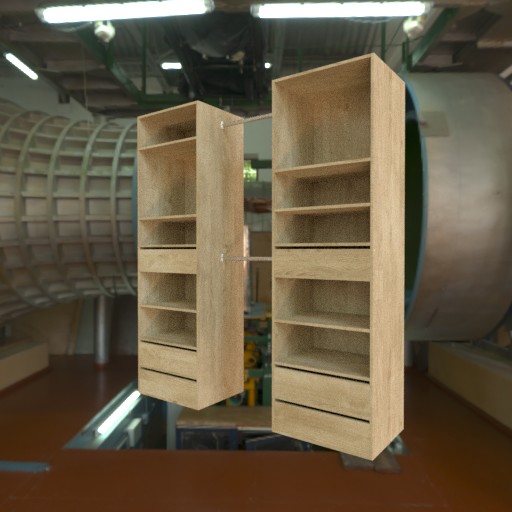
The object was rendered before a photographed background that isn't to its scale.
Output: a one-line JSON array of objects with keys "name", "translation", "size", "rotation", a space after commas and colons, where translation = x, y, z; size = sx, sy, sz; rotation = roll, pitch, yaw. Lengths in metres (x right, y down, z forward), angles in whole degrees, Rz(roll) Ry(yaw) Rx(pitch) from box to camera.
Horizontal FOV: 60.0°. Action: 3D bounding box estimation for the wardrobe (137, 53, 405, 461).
[{"name": "wardrobe", "translation": [0.000, 0.000, 2.887], "size": [1.770, 2.000, 0.480], "rotation": [1, 1, 36]}]
